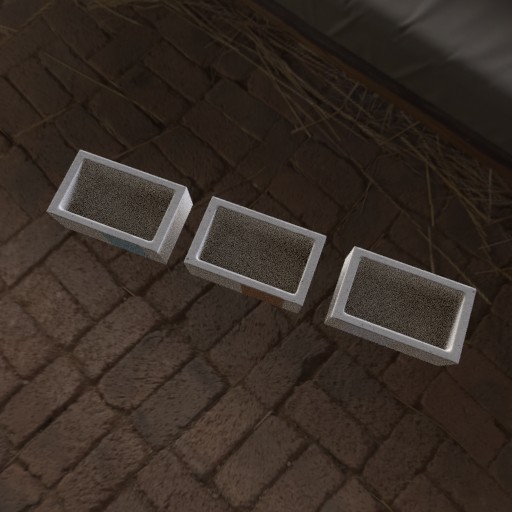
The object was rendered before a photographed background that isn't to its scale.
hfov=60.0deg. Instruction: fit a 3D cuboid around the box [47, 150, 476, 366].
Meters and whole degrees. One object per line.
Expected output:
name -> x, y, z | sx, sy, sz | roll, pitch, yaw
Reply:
box -> 0.000, 0.000, 0.498 | 0.461, 0.051, 0.082 | 20, 75, 6
